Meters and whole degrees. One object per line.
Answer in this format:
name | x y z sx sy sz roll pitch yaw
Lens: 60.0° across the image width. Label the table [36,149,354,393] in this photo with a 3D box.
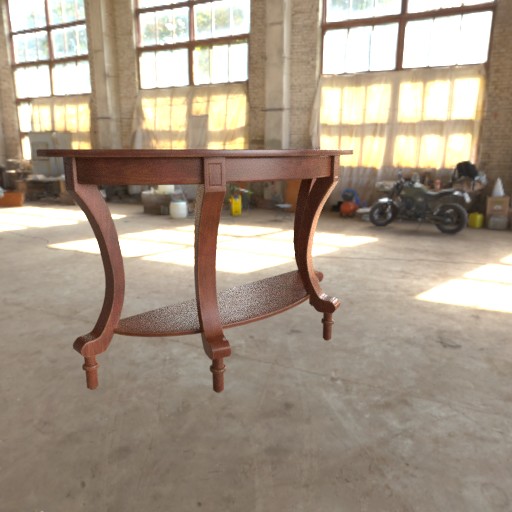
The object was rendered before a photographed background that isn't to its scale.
table | 0.000 0.000 1.493 1.198 0.699 0.394 -13 18 -43
